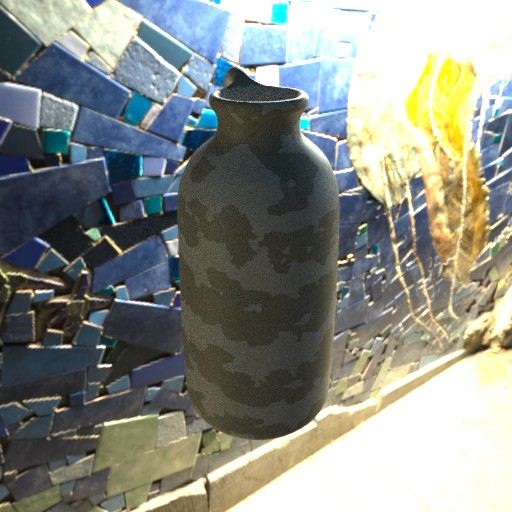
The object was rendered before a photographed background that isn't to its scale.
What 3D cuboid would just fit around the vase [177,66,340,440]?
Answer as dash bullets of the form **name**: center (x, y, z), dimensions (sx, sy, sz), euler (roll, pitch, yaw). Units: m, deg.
- **vase**: center (0.000, 0.000, 0.501), dimensions (0.186, 0.382, 0.203), euler (-9, 31, -16)
